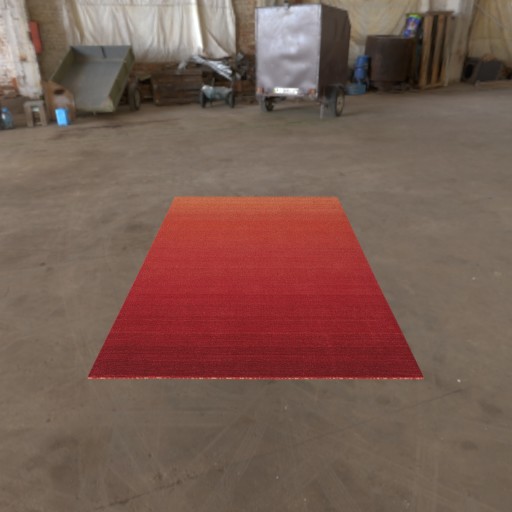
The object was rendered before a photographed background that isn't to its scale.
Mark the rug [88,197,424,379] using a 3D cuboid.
[{"bbox_3d":[0.000,0.000,3.094,1.531,0.010,2.442,0,27,0],"label":"rug"}]
